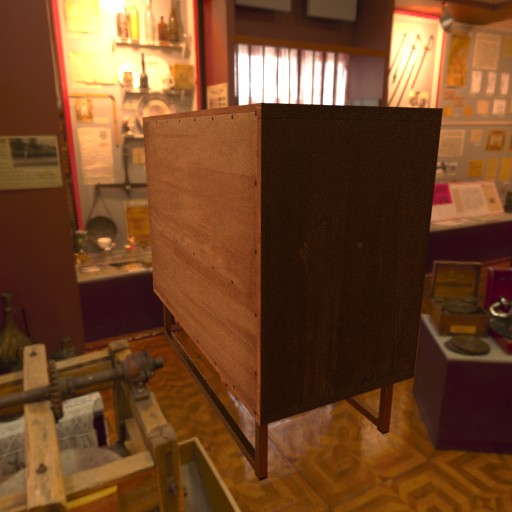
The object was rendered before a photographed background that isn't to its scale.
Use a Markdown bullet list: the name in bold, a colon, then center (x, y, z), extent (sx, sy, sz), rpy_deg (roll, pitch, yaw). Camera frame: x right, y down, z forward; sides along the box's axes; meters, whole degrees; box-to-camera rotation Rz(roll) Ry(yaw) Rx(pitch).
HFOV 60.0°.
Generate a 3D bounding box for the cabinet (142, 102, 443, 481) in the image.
- **cabinet**: center (0.000, 0.000, 1.407), extent (0.451, 0.860, 0.950), rpy_deg (-8, 17, -25)
